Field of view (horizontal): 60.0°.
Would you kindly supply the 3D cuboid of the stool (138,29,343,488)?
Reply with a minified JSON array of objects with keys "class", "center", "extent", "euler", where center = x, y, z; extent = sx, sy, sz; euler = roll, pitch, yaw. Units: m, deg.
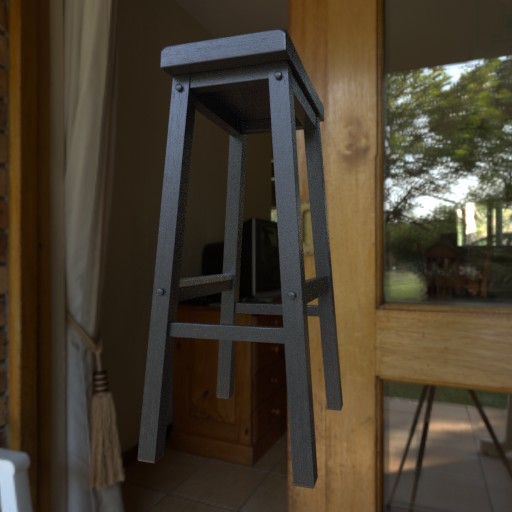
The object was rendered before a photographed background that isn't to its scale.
[{"class":"stool","center":[0.000,0.000,0.946],"extent":[0.322,0.742,0.406],"euler":[0,0,17]}]
